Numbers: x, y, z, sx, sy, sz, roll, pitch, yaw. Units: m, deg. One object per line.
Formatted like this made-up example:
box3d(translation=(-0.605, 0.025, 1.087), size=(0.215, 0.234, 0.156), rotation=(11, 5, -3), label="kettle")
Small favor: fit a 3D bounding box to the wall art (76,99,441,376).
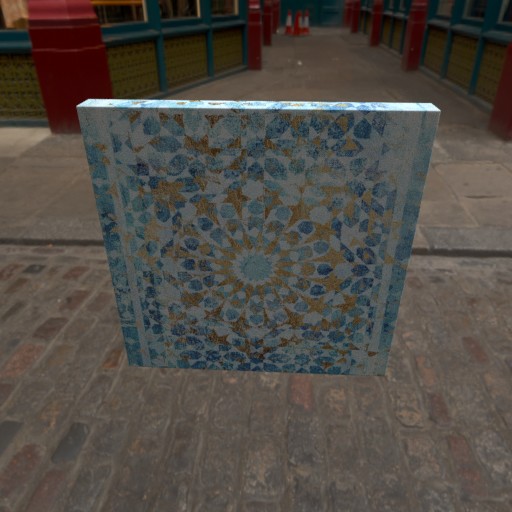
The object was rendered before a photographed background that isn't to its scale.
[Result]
box3d(translation=(0.000, 0.000, 0.612), size=(0.405, 0.405, 0.037), rotation=(2, 31, 3), label="wall art")
